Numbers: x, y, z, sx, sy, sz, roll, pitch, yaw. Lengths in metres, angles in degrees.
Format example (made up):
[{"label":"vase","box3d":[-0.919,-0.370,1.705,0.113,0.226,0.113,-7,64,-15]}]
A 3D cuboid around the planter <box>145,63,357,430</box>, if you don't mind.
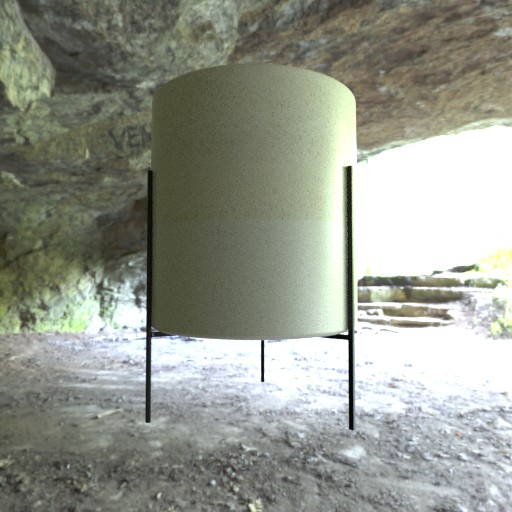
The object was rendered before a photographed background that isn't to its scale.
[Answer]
[{"label":"planter","box3d":[0.000,0.000,0.711,0.333,0.483,0.324,-1,-2,36]}]
